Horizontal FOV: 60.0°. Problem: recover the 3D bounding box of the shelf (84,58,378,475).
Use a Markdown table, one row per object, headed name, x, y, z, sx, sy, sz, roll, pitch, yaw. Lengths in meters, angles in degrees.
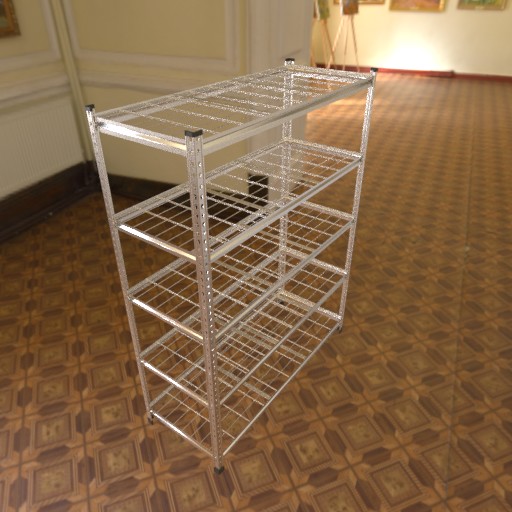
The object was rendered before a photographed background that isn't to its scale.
| name | x | y | z | sx | sy | sz | roll | pitch | yaw |
| --- | --- | --- | --- | --- | --- | --- | --- | --- | --- |
| shelf | 0.000 | 0.000 | 2.685 | 0.610 | 1.981 | 1.524 | 22 | 38 | 30 |
